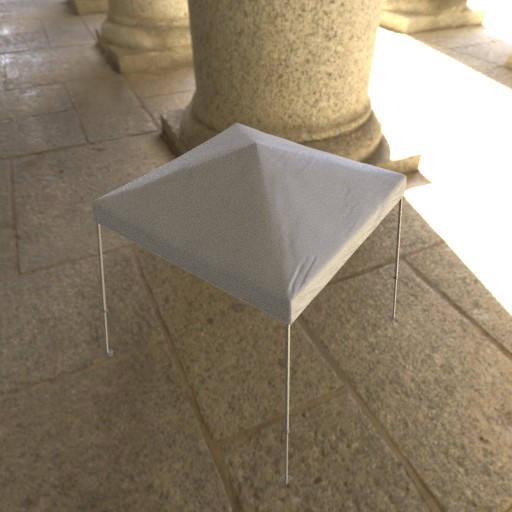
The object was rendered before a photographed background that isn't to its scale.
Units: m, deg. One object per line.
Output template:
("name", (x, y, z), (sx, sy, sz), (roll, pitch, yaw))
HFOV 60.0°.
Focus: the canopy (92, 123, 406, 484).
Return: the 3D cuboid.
("canopy", (0.000, 0.000, 6.563), (3.599, 3.600, 3.600), (25, 46, 27))
